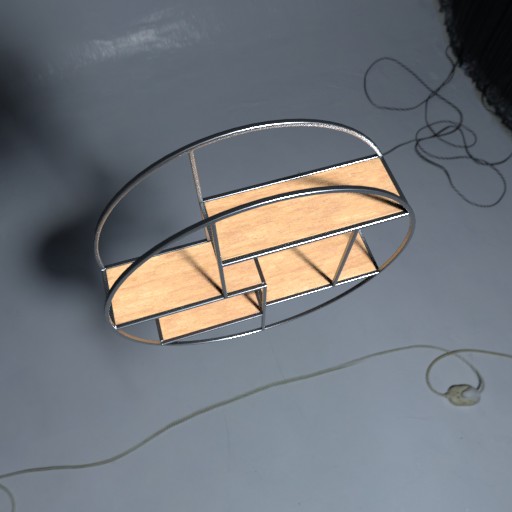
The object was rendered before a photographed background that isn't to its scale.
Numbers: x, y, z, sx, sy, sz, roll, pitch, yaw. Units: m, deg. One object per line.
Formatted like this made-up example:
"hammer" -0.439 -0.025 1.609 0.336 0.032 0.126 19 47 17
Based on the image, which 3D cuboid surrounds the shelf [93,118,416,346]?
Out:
"shelf" 0.000 0.000 1.311 0.888 0.888 0.202 -16 65 -7
